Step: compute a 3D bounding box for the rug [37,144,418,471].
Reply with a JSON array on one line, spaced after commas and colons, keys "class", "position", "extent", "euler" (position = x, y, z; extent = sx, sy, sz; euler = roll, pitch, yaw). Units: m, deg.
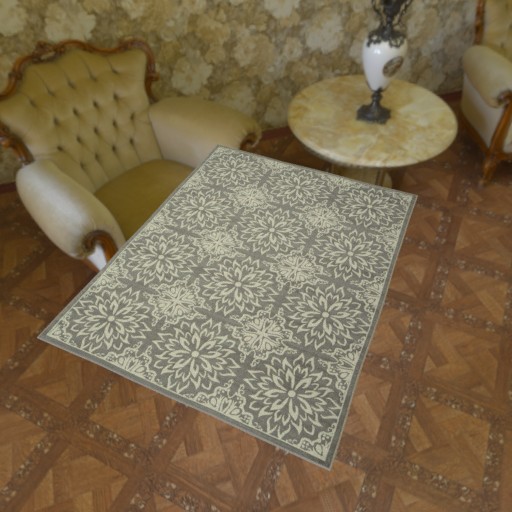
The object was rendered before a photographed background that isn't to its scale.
[{"class": "rug", "position": [0.000, 0.000, 4.021], "extent": [2.363, 0.012, 2.980], "euler": [18, 49, 17]}]
